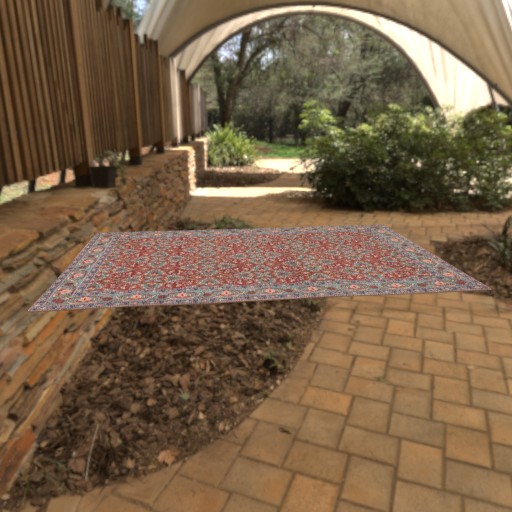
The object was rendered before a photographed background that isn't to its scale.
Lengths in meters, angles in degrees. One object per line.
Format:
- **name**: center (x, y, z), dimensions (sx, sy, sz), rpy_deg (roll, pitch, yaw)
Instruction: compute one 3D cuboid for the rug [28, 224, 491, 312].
- **rug**: center (0.000, 0.000, 3.034), dimensions (2.439, 0.011, 1.533), rpy_deg (-2, 18, -6)
